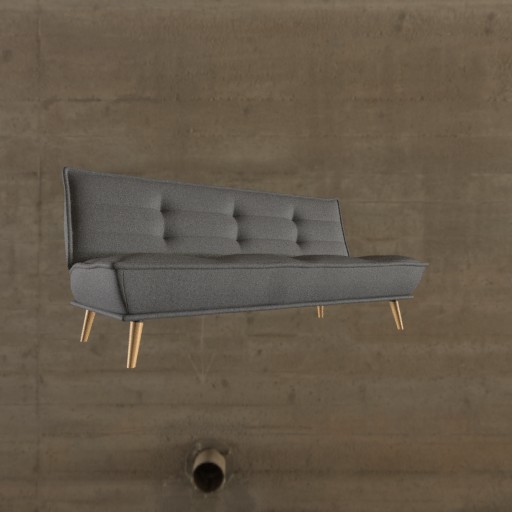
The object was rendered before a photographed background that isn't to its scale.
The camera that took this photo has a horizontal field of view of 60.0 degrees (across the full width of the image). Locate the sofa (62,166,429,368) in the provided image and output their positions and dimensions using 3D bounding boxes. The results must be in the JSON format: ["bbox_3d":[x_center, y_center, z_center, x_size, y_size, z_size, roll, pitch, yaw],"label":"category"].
[{"bbox_3d":[0.000,0.000,2.509,1.940,0.890,0.950,1,-1,-36],"label":"sofa"}]
